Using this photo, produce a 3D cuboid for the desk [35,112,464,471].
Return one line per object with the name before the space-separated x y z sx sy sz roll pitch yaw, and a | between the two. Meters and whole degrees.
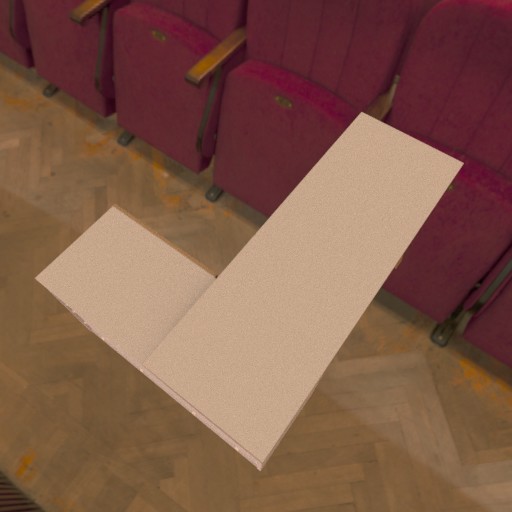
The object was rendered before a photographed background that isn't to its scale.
desk | 0.000 0.000 2.054 1.098 0.755 1.404 33 67 16
